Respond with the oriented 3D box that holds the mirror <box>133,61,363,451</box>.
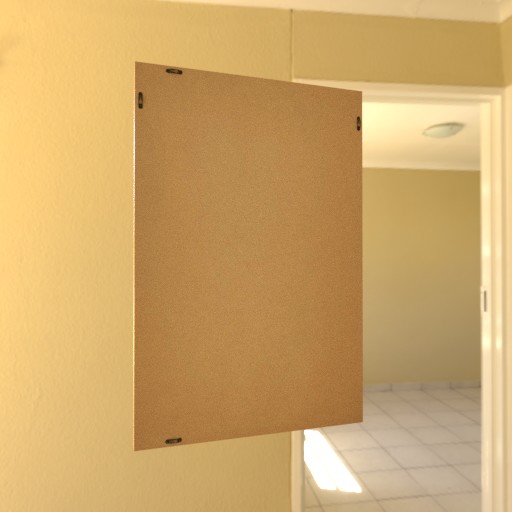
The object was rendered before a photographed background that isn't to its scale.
[{"bbox_3d":[0.000,0.000,1.147,0.609,0.915,0.040,0,-1,-18],"label":"mirror"}]
